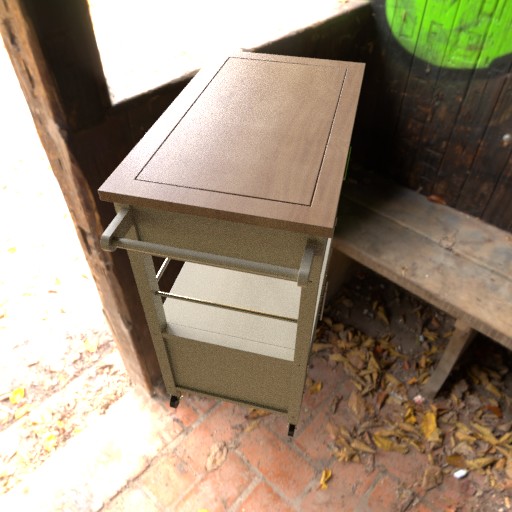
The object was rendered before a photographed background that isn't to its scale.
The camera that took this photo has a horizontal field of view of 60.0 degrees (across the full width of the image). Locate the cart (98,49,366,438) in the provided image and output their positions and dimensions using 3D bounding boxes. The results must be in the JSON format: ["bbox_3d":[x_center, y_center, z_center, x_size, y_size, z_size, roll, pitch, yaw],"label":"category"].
[{"bbox_3d":[0.000,0.000,1.371,0.459,0.901,0.840,10,45,10],"label":"cart"}]
